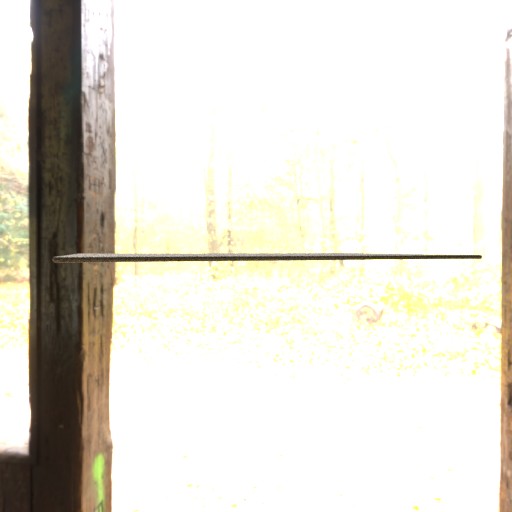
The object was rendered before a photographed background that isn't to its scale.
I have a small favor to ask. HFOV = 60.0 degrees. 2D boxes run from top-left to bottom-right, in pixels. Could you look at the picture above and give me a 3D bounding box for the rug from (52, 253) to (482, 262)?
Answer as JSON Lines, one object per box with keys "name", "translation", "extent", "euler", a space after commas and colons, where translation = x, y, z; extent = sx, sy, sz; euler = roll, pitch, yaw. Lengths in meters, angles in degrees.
{"name": "rug", "translation": [0.000, 0.000, 3.491], "extent": [2.743, 0.030, 1.778], "euler": [0, 1, -18]}
